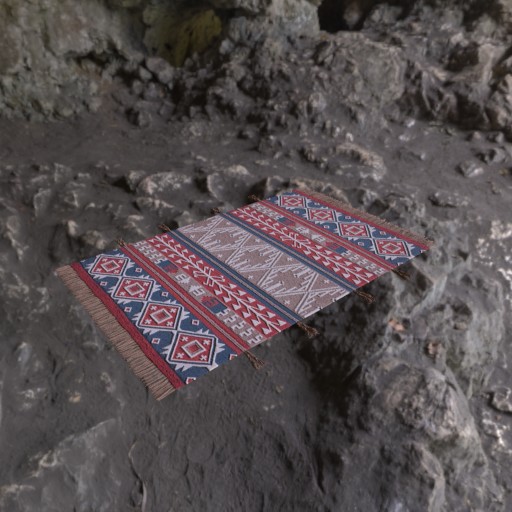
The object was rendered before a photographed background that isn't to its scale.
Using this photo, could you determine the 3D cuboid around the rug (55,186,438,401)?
[{"bbox_3d":[0.000,0.000,2.686,2.025,0.040,1.469,-23,38,-33],"label":"rug"}]
